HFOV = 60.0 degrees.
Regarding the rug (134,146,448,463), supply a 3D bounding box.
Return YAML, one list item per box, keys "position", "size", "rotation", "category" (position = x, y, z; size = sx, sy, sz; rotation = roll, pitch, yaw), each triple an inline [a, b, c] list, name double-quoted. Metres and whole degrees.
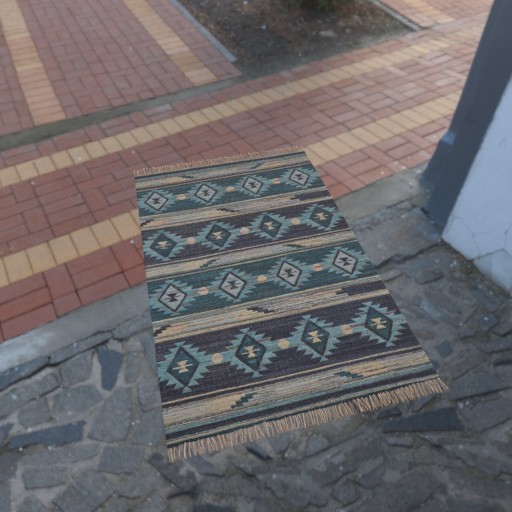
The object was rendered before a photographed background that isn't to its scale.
- position: [0.000, 0.000, 2.407]
  size: [1.181, 0.028, 1.936]
  rotation: [-11, 47, -10]
  category: "rug"
